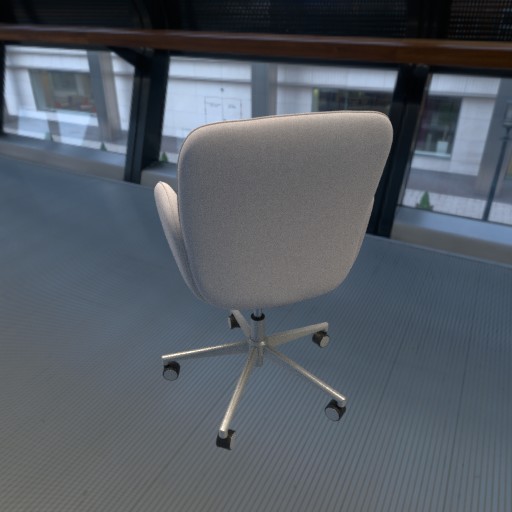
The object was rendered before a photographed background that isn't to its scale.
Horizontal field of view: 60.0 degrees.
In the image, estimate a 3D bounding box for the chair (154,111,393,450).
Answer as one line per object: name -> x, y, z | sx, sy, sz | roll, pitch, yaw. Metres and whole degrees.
chair -> 0.000, 0.000, 1.383 | 0.648, 0.959, 0.633 | -9, 29, -16
